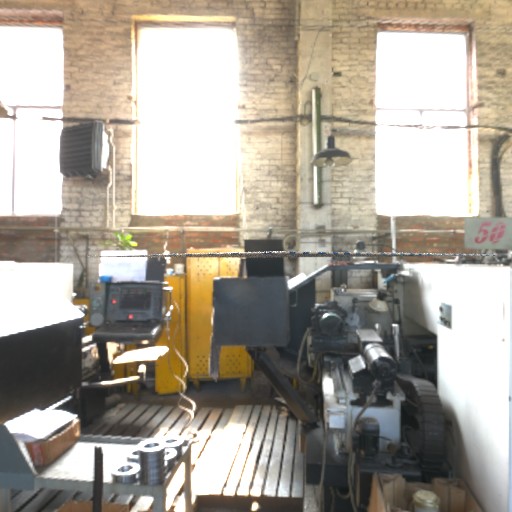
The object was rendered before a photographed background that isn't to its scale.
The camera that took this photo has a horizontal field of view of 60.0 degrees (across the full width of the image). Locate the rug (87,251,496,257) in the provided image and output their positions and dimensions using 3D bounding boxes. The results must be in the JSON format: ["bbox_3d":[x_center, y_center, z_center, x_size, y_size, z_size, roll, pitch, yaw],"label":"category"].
[{"bbox_3d":[0.000,0.000,2.989,1.531,0.008,2.439,0,-1,-36],"label":"rug"}]
